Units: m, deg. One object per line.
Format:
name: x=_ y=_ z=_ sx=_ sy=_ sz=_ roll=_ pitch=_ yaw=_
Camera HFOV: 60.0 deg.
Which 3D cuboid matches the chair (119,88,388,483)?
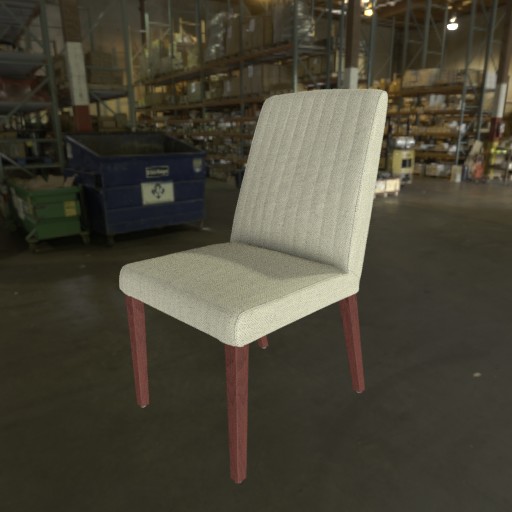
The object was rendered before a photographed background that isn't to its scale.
chair: x=0.000 y=0.000 z=1.234 sx=0.480 sy=0.900 sz=0.594 roll=15 pitch=22 yaw=43
